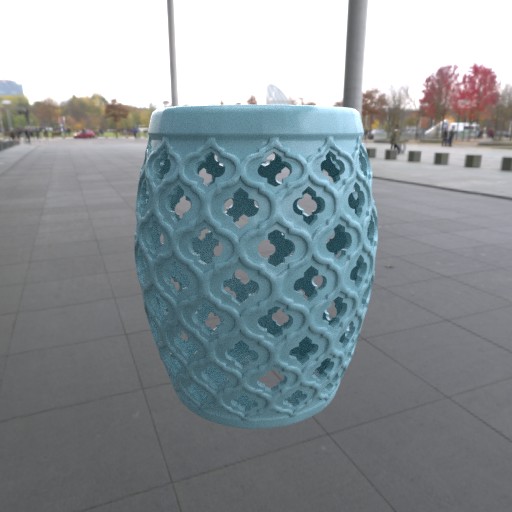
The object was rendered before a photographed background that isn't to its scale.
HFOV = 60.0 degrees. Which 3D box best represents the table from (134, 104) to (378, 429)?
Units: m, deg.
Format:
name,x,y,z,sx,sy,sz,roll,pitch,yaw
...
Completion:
name,x,y,z,sx,sy,sz,roll,pitch,yaw
table,0.000,0.000,0.619,0.325,0.388,0.325,0,16,0
